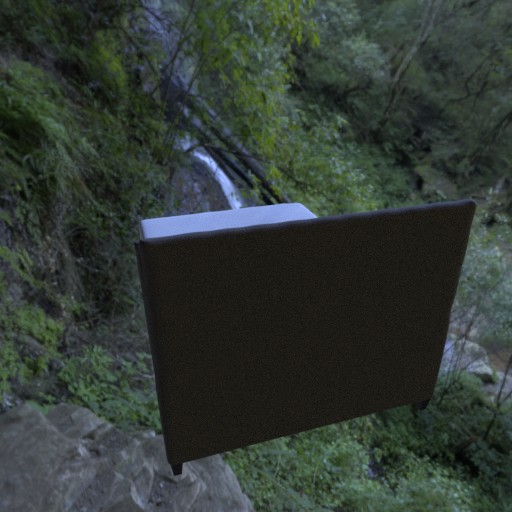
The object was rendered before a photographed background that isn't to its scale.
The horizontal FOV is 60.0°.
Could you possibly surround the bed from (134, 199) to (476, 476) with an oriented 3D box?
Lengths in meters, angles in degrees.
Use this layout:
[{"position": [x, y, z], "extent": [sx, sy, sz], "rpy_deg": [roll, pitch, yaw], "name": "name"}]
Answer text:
[{"position": [0.000, 0.000, 3.269], "extent": [1.696, 1.426, 2.233], "rpy_deg": [-8, 28, -15], "name": "bed"}]
